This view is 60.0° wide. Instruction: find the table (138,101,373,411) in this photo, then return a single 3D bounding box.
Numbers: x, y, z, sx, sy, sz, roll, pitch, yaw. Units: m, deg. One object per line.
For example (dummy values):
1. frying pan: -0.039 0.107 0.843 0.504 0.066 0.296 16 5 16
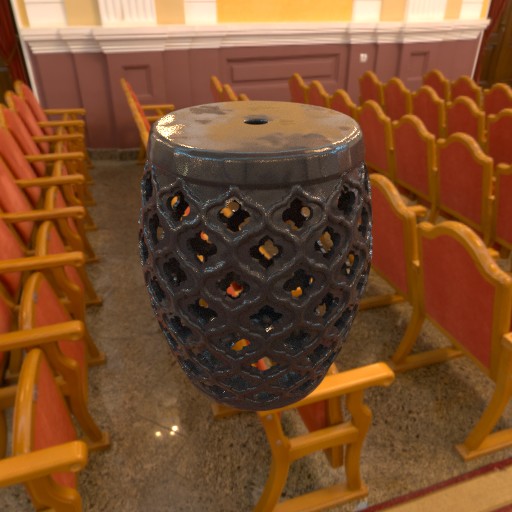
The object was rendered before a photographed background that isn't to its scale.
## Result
1. table: 0.000 0.000 0.648 0.325 0.388 0.325 0 31 0
